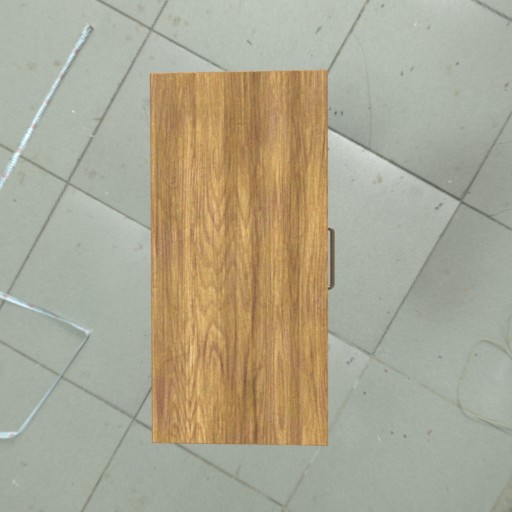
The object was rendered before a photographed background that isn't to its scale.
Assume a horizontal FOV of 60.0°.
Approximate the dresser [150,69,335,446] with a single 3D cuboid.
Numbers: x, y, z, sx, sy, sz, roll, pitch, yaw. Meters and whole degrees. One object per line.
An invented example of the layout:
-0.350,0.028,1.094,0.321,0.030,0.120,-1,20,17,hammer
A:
0.000,0.000,1.991,0.558,1.431,1.081,0,91,2,dresser
